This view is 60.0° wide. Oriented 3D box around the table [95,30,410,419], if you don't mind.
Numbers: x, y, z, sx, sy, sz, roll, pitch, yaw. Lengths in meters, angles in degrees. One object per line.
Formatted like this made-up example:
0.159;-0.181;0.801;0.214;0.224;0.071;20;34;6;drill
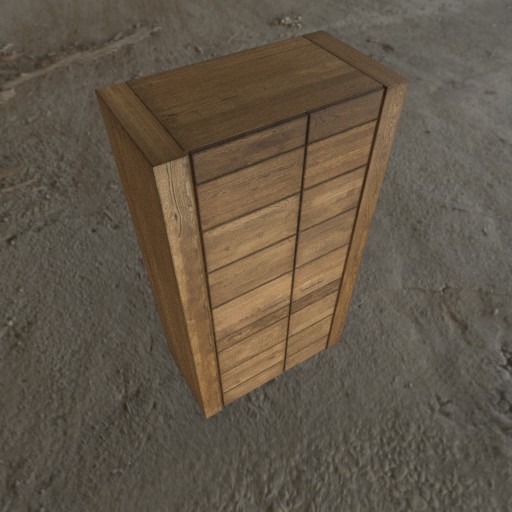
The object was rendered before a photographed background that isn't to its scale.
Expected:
0.000;0.000;2.482;1.100;2.000;0.600;-24;53;-20;table
